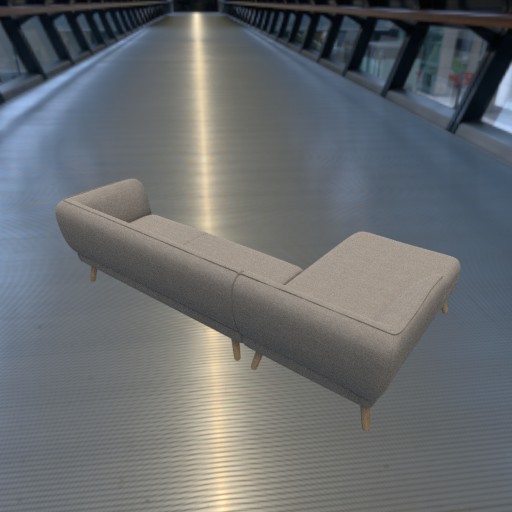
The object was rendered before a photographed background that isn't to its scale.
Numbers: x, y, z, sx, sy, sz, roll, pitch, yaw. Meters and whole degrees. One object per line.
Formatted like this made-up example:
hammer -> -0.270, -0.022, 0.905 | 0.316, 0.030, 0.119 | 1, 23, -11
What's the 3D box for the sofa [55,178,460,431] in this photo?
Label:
sofa -> 0.000, 0.000, 3.237 | 2.653, 0.693, 1.532 | 20, 35, 32
